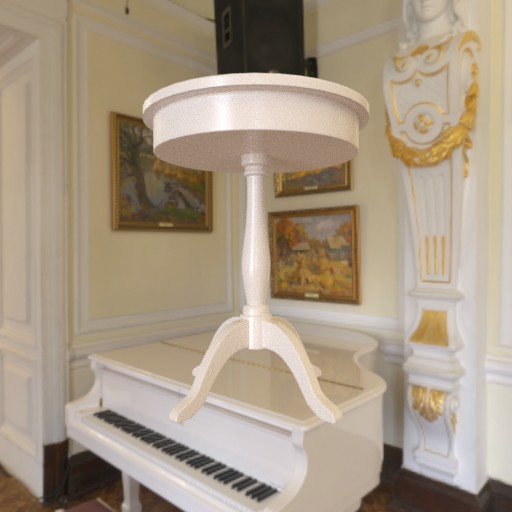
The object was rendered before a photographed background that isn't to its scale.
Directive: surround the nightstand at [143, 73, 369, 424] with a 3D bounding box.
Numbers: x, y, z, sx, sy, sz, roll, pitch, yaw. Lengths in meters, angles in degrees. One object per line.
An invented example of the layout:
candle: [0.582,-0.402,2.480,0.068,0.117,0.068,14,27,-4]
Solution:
nightstand: [0.000,0.000,1.039,0.513,0.653,0.513,-1,1,-35]
